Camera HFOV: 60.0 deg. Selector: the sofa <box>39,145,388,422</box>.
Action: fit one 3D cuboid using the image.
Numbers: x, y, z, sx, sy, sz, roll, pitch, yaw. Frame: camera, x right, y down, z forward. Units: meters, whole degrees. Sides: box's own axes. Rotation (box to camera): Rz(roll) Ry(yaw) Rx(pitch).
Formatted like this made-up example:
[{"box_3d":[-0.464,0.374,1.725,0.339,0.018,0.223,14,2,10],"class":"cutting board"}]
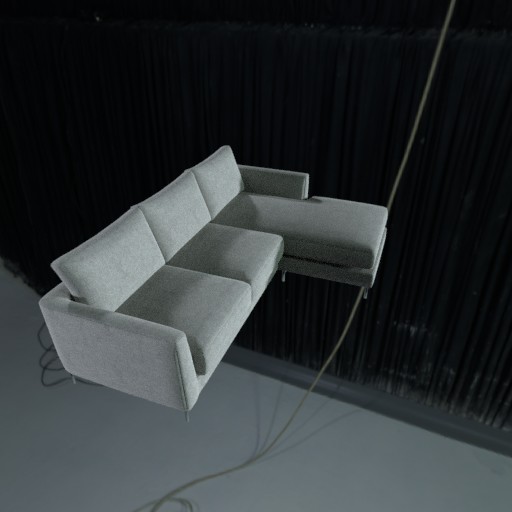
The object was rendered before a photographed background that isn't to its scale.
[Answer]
[{"box_3d":[0.000,0.000,3.170,1.626,0.864,2.438,11,33,18],"class":"sofa"}]
